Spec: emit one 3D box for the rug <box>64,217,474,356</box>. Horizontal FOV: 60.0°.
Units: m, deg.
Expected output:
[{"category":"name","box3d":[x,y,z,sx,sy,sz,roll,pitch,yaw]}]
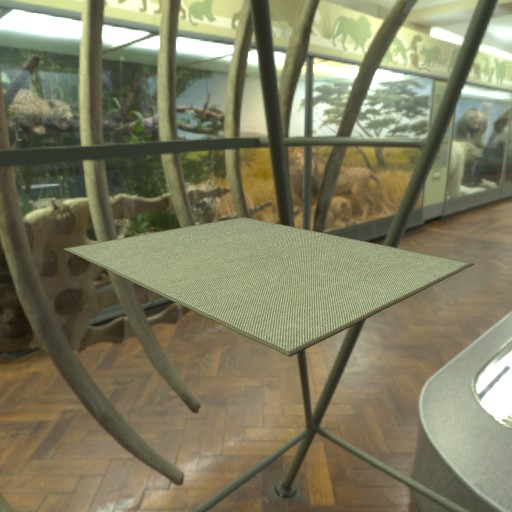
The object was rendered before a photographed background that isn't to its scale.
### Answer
[{"category":"rug","box3d":[0.000,0.000,4.141,2.413,0.020,3.041,-15,21,-42]}]
